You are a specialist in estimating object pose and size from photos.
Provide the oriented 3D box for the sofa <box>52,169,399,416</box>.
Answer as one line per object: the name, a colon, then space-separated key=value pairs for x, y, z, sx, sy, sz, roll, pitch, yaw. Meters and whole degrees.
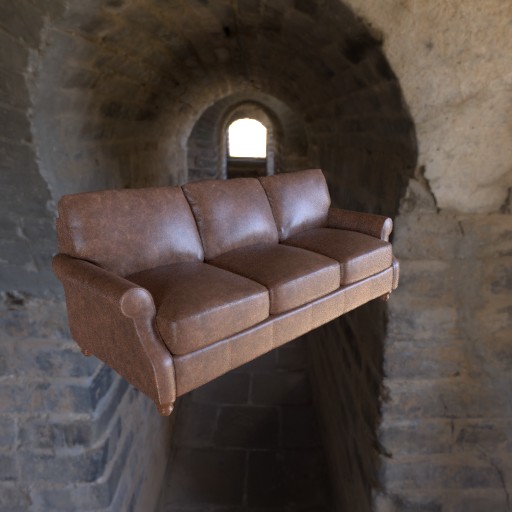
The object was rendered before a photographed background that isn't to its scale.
sofa: x=0.000 y=0.000 z=2.911 sx=0.973 sy=0.977 sz=2.351 roll=15 pitch=22 yaw=43
